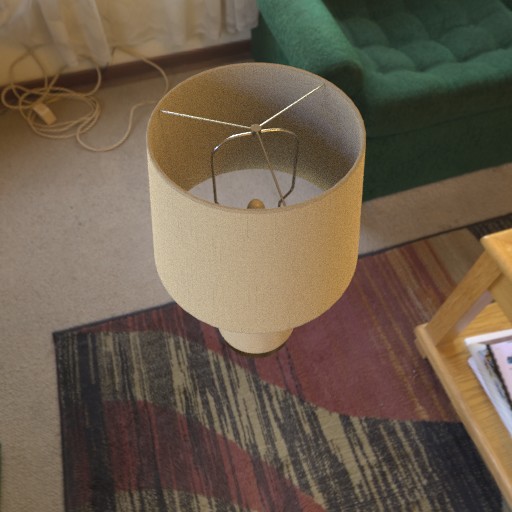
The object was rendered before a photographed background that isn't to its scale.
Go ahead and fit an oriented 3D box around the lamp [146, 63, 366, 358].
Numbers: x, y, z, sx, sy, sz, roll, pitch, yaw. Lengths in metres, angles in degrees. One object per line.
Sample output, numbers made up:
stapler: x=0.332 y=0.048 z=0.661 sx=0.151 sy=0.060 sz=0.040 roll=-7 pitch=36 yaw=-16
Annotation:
lamp: x=0.000 y=0.000 z=0.660 sx=0.285 sy=0.483 sz=0.285 roll=0 pitch=56 yaw=0
